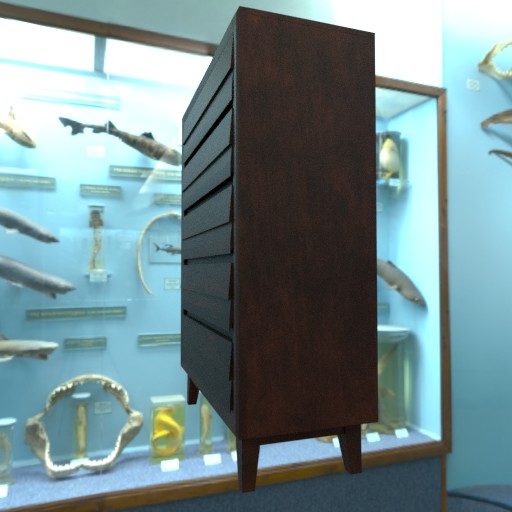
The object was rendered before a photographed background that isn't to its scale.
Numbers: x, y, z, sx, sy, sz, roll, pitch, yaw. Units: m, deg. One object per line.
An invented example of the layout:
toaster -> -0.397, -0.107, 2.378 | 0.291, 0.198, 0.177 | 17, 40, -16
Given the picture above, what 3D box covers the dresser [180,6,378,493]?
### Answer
dresser -> 0.000, 0.000, 1.932 | 0.506, 1.514, 1.072 | 1, -2, -19
